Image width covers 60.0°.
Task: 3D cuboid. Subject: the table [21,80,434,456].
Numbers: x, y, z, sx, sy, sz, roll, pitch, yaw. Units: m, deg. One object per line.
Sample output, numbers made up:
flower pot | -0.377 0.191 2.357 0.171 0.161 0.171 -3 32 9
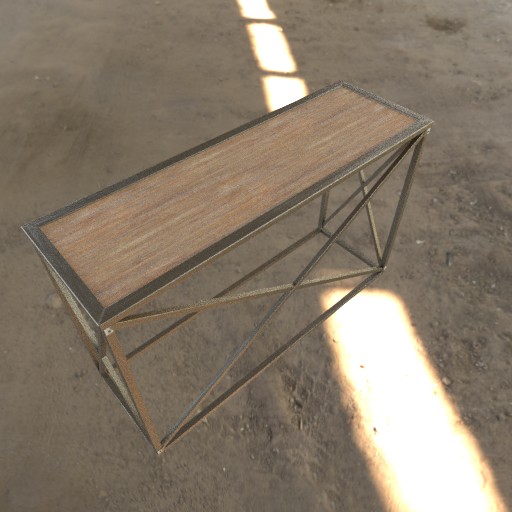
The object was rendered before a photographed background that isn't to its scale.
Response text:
table | 0.000 0.000 1.553 1.216 0.753 0.402 -33 55 -27
